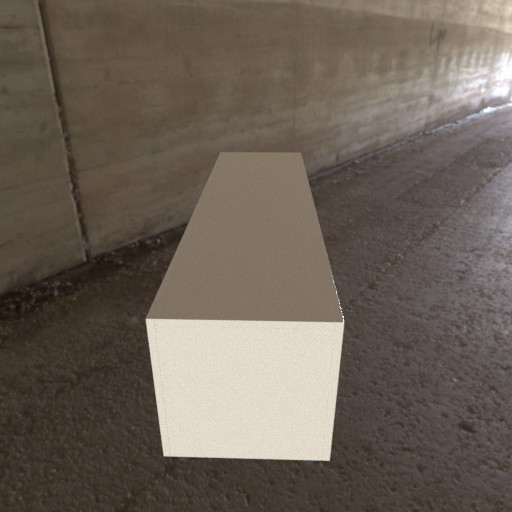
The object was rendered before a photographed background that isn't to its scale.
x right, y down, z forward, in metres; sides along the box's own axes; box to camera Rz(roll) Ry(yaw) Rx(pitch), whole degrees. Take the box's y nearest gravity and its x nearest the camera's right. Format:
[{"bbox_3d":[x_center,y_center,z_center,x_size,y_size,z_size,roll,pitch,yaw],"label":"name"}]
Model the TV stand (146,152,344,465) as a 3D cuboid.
[{"bbox_3d":[0.000,0.000,1.683,0.410,0.440,1.500,1,26,2],"label":"TV stand"}]
